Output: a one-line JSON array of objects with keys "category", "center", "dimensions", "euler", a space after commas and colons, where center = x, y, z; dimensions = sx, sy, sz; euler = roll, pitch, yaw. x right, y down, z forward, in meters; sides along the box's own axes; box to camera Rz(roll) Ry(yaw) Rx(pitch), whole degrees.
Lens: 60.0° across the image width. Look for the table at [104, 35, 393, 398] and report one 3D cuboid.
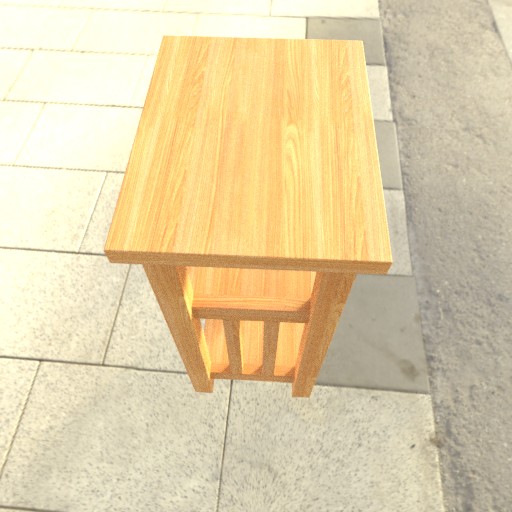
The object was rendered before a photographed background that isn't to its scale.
[{"category": "table", "center": [0.000, 0.000, 0.737], "dimensions": [0.270, 0.550, 0.350], "euler": [2, 58, 1]}]
